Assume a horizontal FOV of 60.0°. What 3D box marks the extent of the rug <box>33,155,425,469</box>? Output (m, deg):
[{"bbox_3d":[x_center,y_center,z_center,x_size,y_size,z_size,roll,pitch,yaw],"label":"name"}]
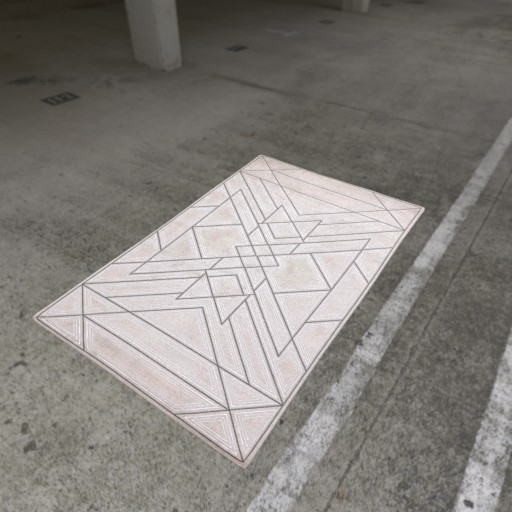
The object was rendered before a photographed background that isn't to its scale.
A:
[{"bbox_3d":[0.000,0.000,3.073,1.575,0.023,2.459,24,46,25],"label":"rug"}]
